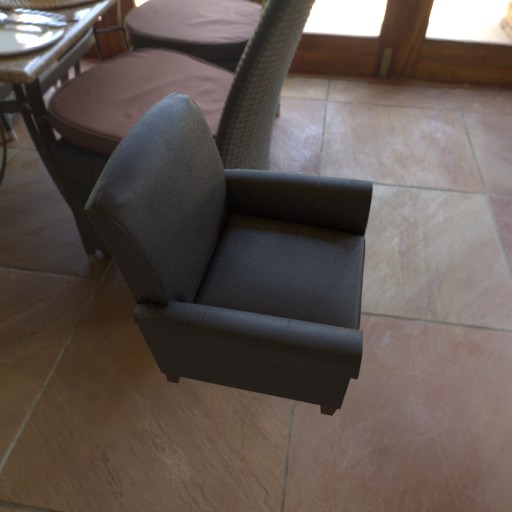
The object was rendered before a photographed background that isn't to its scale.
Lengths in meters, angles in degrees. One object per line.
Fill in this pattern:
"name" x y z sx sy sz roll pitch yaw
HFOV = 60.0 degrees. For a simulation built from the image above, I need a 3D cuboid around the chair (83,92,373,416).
"chair" 0.000 0.000 1.807 0.902 1.061 0.978 9 47 9
